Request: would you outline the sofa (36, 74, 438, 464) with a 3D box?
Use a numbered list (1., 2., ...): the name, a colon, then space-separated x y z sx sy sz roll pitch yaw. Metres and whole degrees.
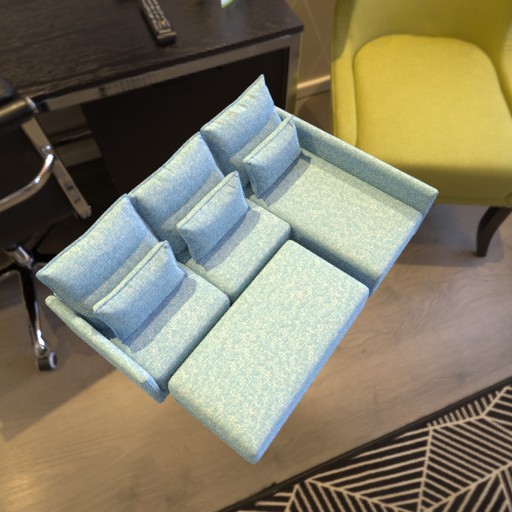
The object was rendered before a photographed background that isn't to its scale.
1. sofa: 0.000 0.000 2.785 1.420 0.899 2.034 33 65 18
